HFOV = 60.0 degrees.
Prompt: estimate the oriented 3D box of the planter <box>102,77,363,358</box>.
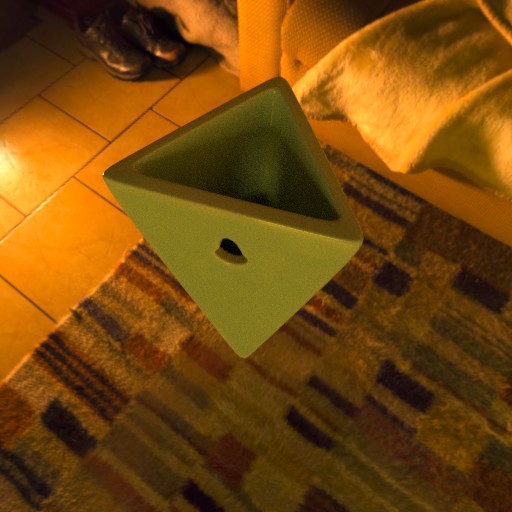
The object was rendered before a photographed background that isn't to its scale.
[{"bbox_3d":[0.000,0.000,0.220,0.080,0.178,0.064,15,65,7],"label":"planter"}]
